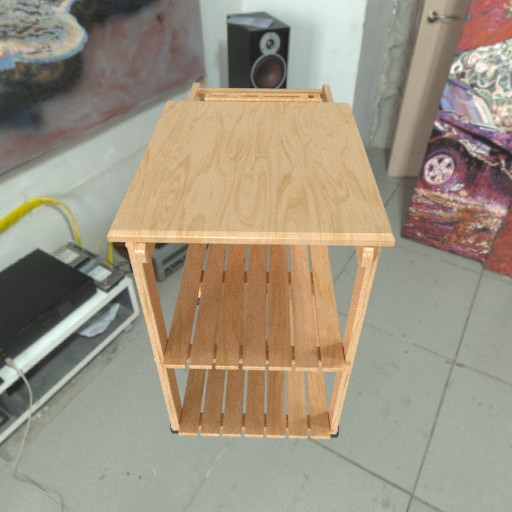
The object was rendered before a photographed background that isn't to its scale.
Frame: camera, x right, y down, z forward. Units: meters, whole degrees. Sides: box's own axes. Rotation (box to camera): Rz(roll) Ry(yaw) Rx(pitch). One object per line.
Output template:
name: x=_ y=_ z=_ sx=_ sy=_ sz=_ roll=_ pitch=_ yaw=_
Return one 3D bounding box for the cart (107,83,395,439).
cart: x=0.000 y=0.000 z=1.361 sx=0.520 sy=0.816 sz=0.843 roll=1 pitch=41 yaw=1
